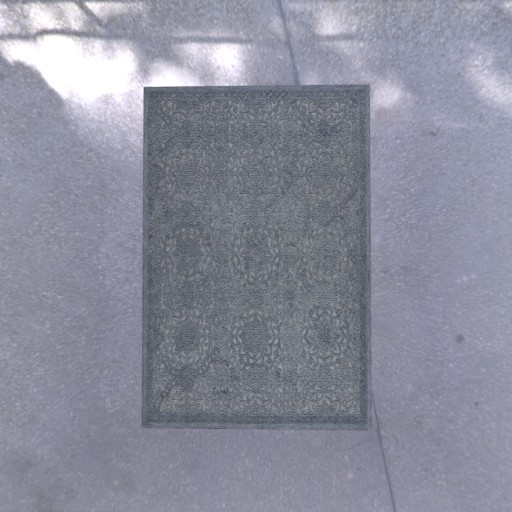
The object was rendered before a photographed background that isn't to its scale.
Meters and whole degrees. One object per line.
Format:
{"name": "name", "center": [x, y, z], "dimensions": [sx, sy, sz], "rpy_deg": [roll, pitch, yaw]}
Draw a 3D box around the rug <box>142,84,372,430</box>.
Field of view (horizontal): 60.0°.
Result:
{"name": "rug", "center": [0.000, 0.000, 2.348], "dimensions": [1.208, 0.012, 1.819], "rpy_deg": [0, 89, 1]}
